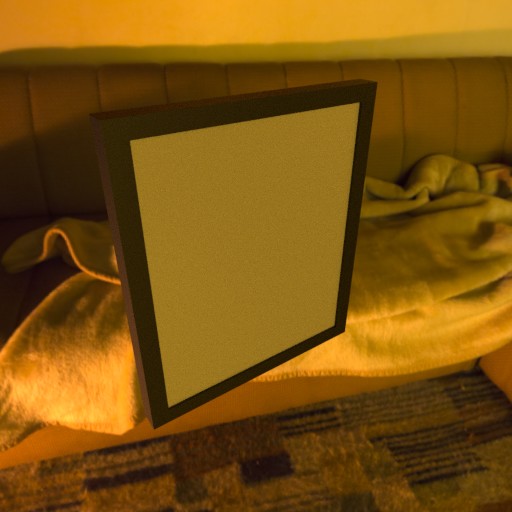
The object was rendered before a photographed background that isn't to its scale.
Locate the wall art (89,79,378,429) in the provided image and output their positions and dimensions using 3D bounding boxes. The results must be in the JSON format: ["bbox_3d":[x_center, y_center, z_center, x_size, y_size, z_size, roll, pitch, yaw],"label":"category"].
[{"bbox_3d":[0.000,0.000,0.550,0.330,0.381,0.029,-19,35,-29],"label":"wall art"}]
